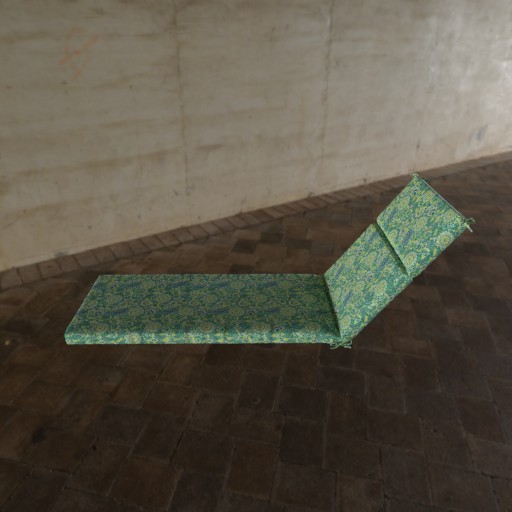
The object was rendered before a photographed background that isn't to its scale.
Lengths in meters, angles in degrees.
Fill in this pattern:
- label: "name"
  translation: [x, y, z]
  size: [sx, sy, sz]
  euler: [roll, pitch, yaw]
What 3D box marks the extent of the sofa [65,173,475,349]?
- label: "sofa"
  translation: [0.000, 0.000, 2.017]
  size: [1.663, 0.622, 0.582]
  euler: [0, 27, 0]
